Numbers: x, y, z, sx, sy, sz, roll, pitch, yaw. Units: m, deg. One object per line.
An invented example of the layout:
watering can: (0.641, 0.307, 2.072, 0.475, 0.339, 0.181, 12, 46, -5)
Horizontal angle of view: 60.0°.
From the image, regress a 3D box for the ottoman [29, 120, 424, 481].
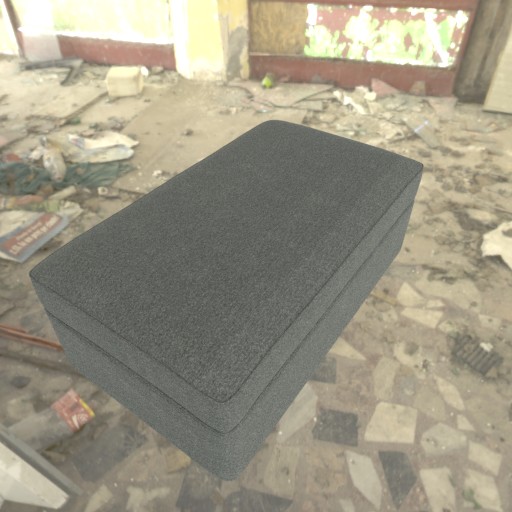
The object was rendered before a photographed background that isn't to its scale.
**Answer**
ottoman: (0.000, 0.000, 1.496, 0.681, 0.494, 1.173, 25, 47, 26)
